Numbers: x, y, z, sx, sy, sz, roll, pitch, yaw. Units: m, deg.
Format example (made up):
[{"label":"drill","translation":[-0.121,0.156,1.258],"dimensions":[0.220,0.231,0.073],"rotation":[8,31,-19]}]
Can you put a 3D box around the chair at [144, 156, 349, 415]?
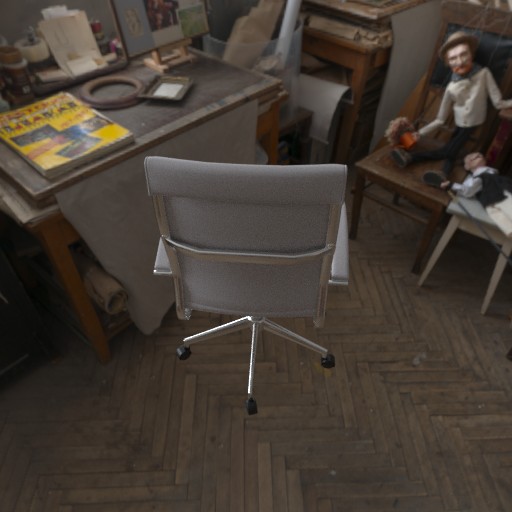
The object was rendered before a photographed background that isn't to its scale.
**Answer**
[{"label":"chair","translation":[0.000,0.000,1.552],"dimensions":[0.679,1.149,0.667],"rotation":[3,45,3]}]
